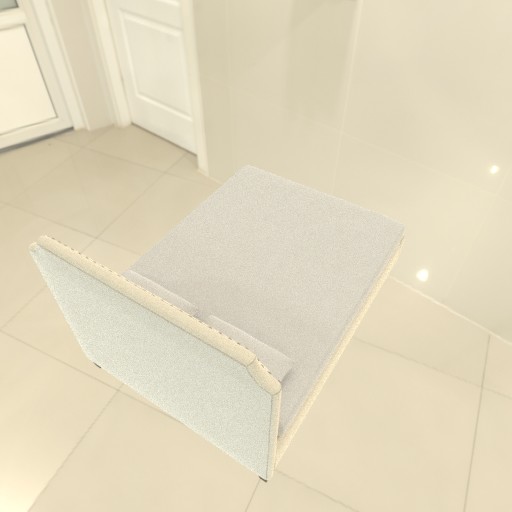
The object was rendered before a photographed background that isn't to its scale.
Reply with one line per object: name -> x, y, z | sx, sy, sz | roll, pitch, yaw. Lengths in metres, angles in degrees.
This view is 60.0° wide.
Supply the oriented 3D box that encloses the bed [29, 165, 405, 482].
bed -> 0.000, 0.000, 3.390 | 1.712, 1.497, 2.372 | 25, 51, 22
